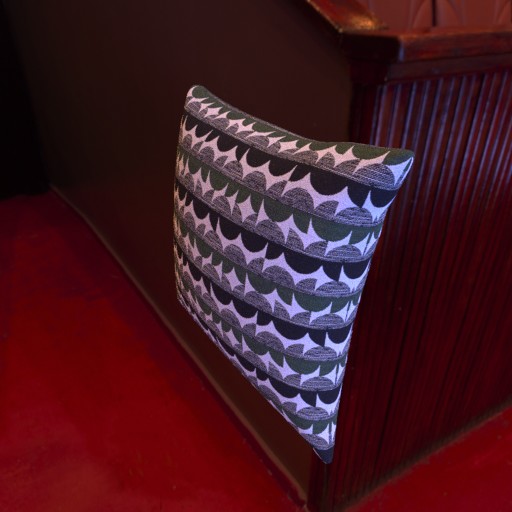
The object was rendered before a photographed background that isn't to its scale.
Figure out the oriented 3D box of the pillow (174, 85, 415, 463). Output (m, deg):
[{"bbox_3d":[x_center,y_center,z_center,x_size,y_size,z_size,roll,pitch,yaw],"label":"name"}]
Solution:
[{"bbox_3d":[0.000,0.000,0.633,0.180,0.404,0.419,-20,36,-30],"label":"pillow"}]
